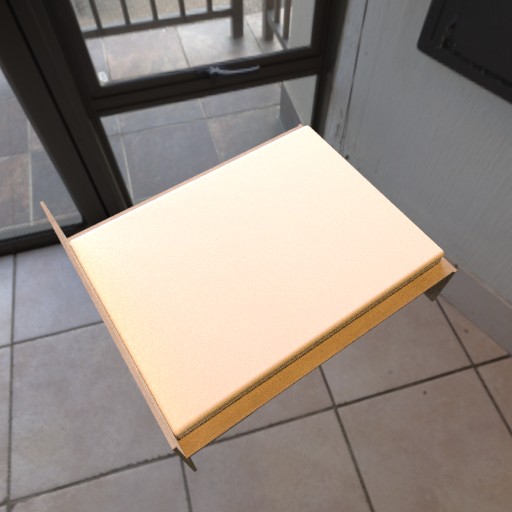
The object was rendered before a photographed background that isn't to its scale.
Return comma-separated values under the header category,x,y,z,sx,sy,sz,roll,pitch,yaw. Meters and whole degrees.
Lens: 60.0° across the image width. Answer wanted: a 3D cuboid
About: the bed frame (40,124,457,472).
category,x,y,z,sx,sy,sz,roll,pitch,yaw
bed frame,0.000,0.000,2.869,1.960,0.800,1.622,-30,63,-17
